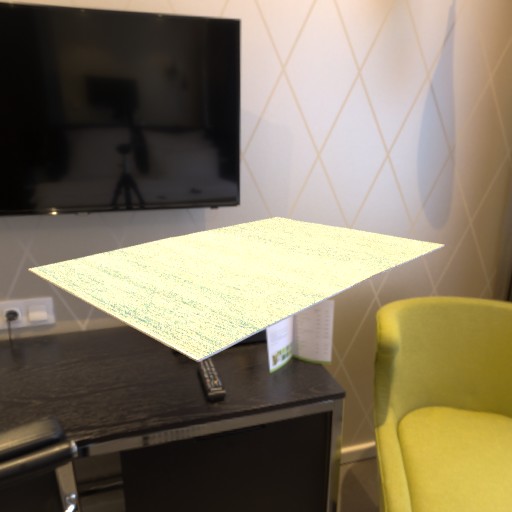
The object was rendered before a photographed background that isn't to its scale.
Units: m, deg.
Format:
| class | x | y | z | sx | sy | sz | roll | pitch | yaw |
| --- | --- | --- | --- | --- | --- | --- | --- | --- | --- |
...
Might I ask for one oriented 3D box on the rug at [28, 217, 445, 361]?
| class | x | y | z | sx | sy | sz | roll | pitch | yaw |
| --- | --- | --- | --- | --- | --- | --- | --- | --- | --- |
| rug | 0.000 | 0.000 | 2.927 | 1.593 | 0.029 | 2.305 | 15 | 21 | 41 |
